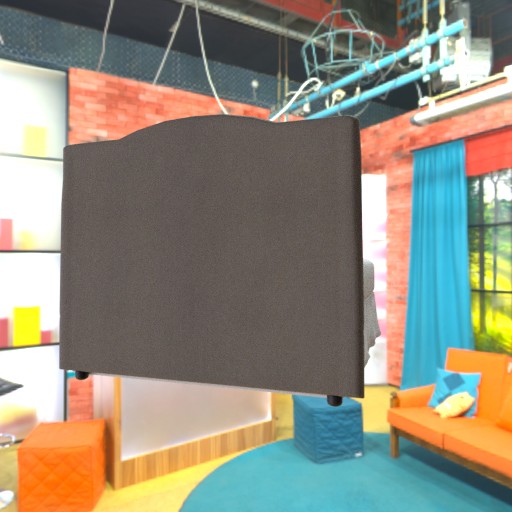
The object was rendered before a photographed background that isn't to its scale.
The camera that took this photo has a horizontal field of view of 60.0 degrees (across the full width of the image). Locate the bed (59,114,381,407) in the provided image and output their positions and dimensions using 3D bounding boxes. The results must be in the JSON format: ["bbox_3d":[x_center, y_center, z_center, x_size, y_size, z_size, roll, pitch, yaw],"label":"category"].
[{"bbox_3d":[0.000,0.000,3.288,1.744,1.441,2.128,0,-1,19],"label":"bed"}]
